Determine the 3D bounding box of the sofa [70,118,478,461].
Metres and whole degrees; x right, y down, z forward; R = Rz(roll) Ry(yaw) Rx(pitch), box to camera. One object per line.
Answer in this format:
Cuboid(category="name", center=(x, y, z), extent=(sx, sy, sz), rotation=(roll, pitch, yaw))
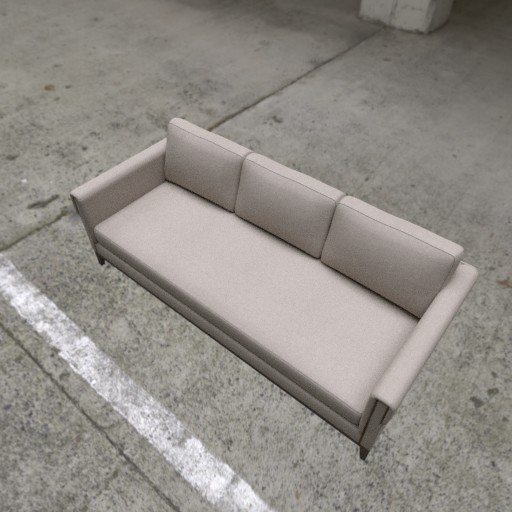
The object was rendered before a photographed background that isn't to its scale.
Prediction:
Cuboid(category="sofa", center=(0.000, 0.000, 2.663), extent=(2.210, 0.838, 0.959), rotation=(30, 53, 26))
